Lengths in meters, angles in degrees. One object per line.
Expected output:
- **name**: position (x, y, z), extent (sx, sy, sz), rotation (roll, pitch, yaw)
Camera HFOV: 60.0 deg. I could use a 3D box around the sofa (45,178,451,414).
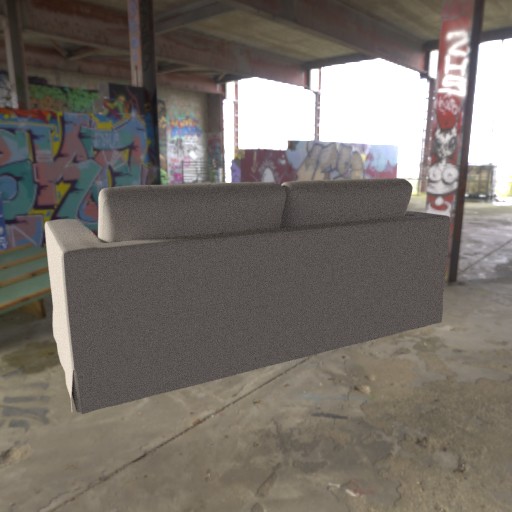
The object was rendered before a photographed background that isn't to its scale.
- **sofa**: position (0.000, 0.000, 2.569), extent (2.163, 0.881, 0.954), rotation (-7, 14, -28)
